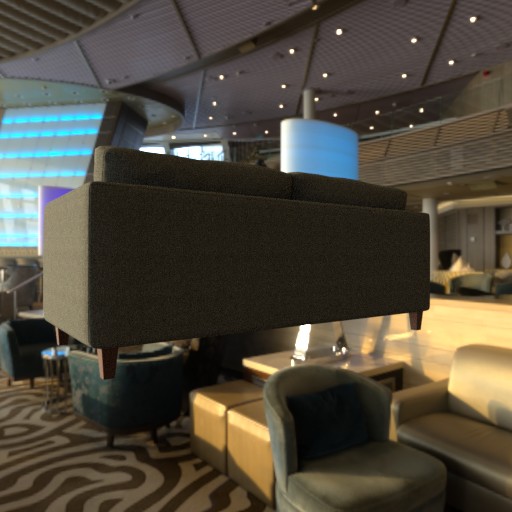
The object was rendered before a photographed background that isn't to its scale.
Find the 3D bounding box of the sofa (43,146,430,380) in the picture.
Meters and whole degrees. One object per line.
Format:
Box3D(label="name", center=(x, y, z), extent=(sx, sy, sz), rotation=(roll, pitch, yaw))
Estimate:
Box3D(label="sofa", center=(0.000, 0.000, 2.665), extent=(2.208, 0.965, 0.948), rotation=(0, 0, -35))
